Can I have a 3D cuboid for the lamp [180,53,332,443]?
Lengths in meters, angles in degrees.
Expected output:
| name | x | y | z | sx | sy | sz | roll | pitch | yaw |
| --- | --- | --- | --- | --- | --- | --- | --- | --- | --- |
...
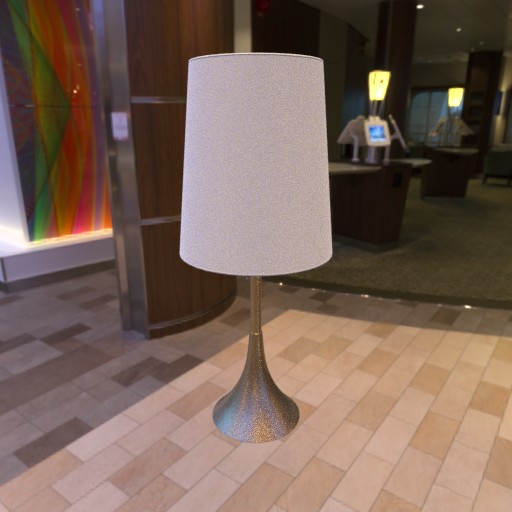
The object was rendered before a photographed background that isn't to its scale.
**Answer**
| name | x | y | z | sx | sy | sz | roll | pitch | yaw |
| --- | --- | --- | --- | --- | --- | --- | --- | --- | --- |
| lamp | 0.000 | 0.000 | 0.682 | 0.231 | 0.569 | 0.231 | 0 | 17 | 0 |
